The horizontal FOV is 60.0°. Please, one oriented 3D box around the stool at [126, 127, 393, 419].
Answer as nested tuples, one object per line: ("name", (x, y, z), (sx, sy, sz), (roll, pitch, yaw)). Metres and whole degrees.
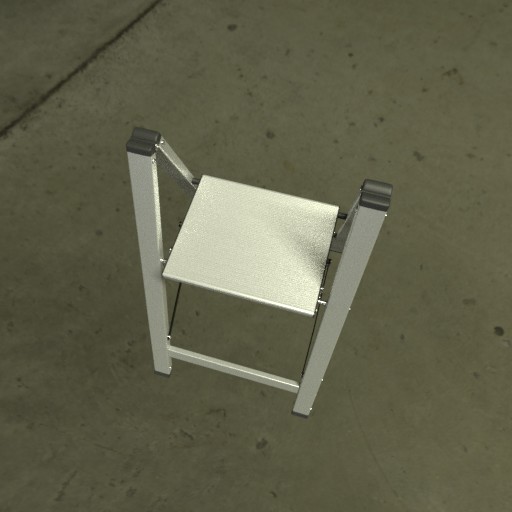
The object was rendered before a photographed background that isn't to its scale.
("stool", (0.000, 0.000, 1.009), (0.440, 0.670, 0.535), (14, 65, 7))
